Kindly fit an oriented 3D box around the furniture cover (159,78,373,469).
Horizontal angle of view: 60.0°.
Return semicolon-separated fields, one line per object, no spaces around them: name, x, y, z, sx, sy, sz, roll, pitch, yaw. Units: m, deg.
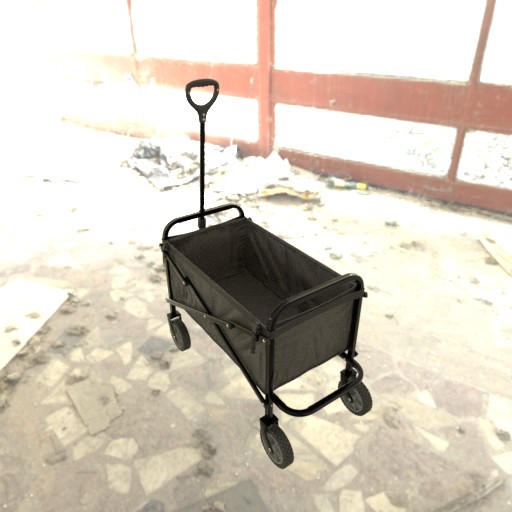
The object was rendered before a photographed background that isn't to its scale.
furniture cover;0.000;0.000;1.838;0.532;1.295;1.038;-19;35;-30
